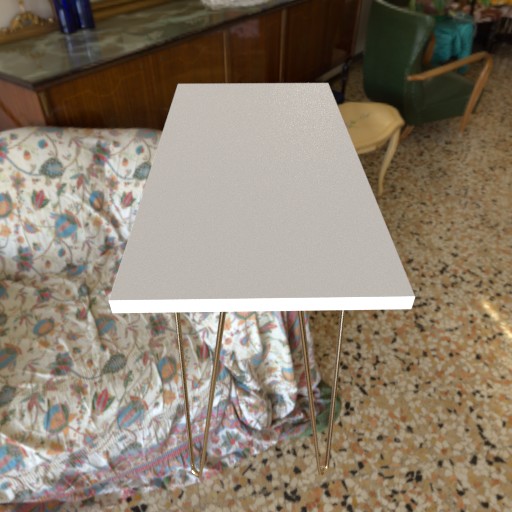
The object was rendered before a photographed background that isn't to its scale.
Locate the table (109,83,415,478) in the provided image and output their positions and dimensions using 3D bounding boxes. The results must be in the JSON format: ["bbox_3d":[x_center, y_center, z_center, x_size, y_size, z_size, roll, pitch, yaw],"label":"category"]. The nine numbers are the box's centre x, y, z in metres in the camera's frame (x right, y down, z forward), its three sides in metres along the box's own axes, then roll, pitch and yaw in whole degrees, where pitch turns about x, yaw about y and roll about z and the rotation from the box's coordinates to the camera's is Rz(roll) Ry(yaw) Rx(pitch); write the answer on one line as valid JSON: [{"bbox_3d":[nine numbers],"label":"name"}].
[{"bbox_3d":[0.000,0.000,1.305,0.498,0.660,0.991,-1,40,-1],"label":"table"}]
